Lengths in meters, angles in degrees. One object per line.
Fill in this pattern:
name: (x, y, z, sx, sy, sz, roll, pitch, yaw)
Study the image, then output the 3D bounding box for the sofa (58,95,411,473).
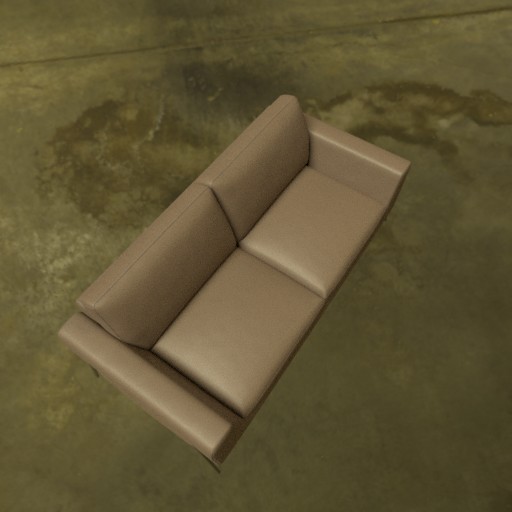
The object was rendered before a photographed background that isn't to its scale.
sofa: (0.000, 0.000, 2.548, 0.953, 0.875, 2.017, 31, 63, 17)
